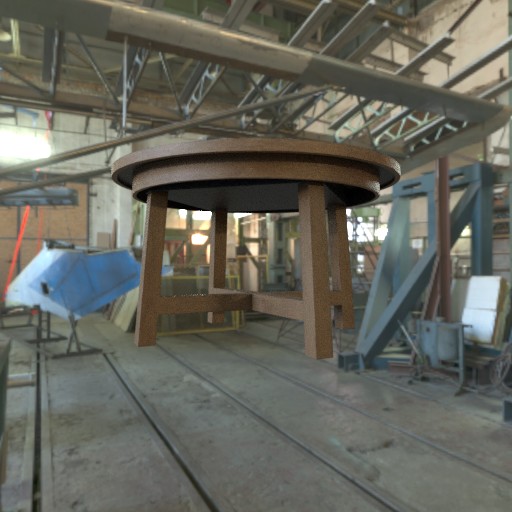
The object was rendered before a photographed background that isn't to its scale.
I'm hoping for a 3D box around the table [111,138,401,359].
[{"bbox_3d":[0.000,0.000,2.123,1.319,0.762,1.319,0,-1,0],"label":"table"}]
